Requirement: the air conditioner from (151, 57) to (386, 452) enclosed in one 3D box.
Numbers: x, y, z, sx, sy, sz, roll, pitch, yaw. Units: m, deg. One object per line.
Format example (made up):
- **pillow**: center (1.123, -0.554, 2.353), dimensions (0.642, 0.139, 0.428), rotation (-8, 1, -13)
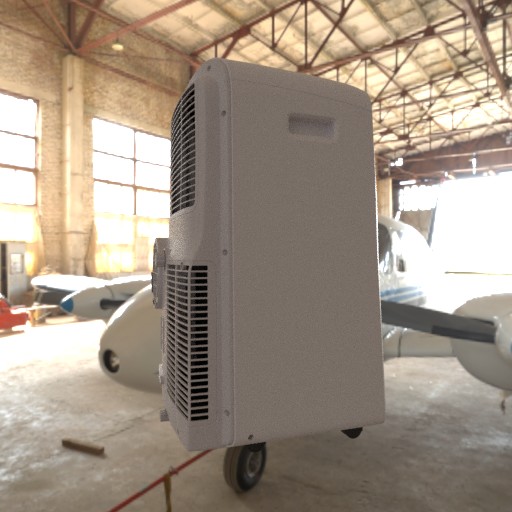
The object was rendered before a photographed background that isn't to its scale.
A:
- **air conditioner**: center (0.000, 0.000, 1.059), dimensions (0.467, 0.765, 0.478), rotation (0, 0, -18)
